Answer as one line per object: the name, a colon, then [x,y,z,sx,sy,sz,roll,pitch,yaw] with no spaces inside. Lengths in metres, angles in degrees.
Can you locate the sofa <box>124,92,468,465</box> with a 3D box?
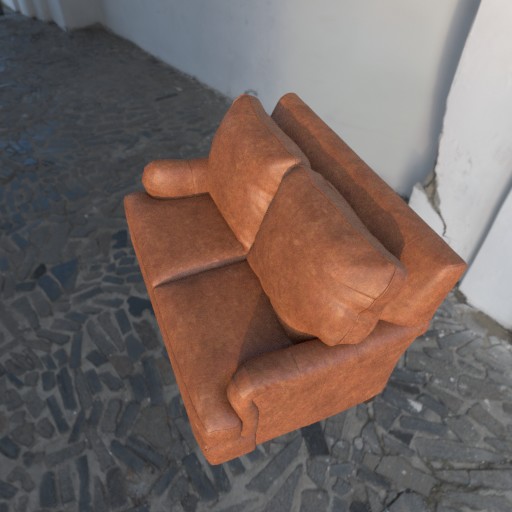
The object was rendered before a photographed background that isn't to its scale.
sofa: [0.000,0.000,2.184,1.077,1.004,1.527,-17,49,-15]
